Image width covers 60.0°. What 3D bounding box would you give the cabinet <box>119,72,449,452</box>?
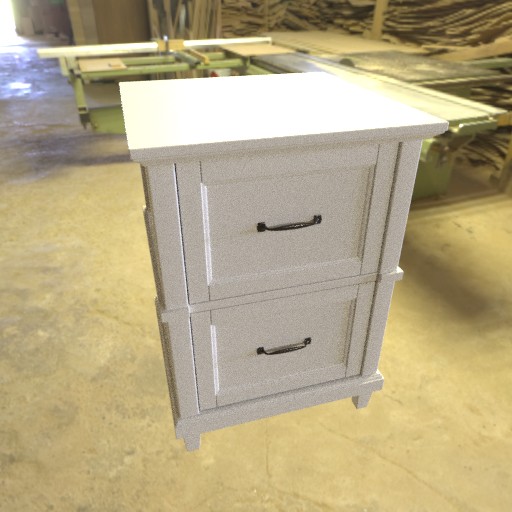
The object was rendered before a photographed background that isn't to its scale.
[{"bbox_3d":[0.000,0.000,1.133,0.544,0.775,0.547,-9,32,-14],"label":"cabinet"}]
